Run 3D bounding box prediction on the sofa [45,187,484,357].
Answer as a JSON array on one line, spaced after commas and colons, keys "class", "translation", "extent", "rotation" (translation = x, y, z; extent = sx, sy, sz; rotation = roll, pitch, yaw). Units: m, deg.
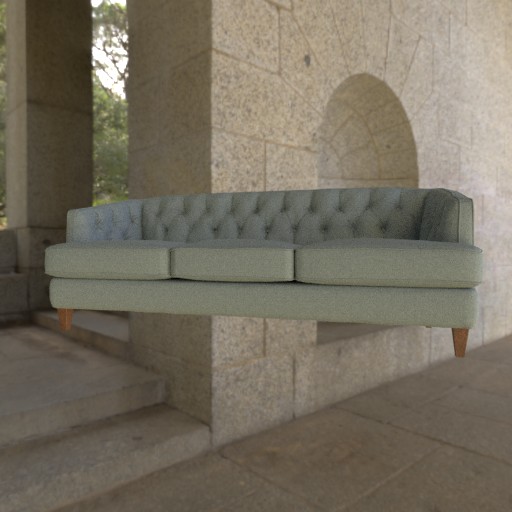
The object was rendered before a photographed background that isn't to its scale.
[{"class": "sofa", "translation": [0.000, 0.000, 2.596], "extent": [2.278, 0.855, 0.941], "rotation": [0, 1, 17]}]
